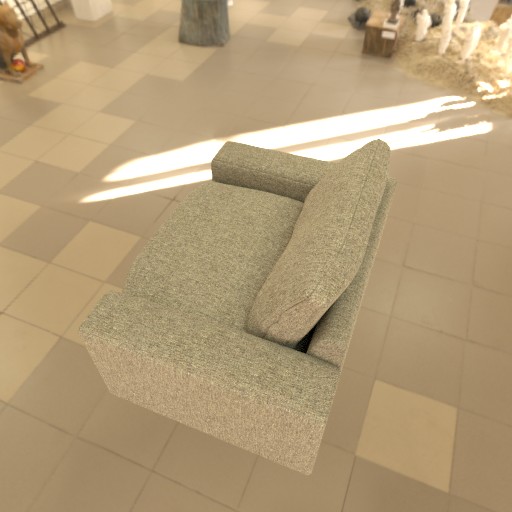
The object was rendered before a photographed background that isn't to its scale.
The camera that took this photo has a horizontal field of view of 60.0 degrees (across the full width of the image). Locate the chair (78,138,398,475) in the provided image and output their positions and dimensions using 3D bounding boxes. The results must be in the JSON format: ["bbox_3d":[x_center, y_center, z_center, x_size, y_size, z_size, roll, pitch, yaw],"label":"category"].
[{"bbox_3d":[0.000,0.000,2.071,1.039,0.915,1.398,16,50,15],"label":"chair"}]
